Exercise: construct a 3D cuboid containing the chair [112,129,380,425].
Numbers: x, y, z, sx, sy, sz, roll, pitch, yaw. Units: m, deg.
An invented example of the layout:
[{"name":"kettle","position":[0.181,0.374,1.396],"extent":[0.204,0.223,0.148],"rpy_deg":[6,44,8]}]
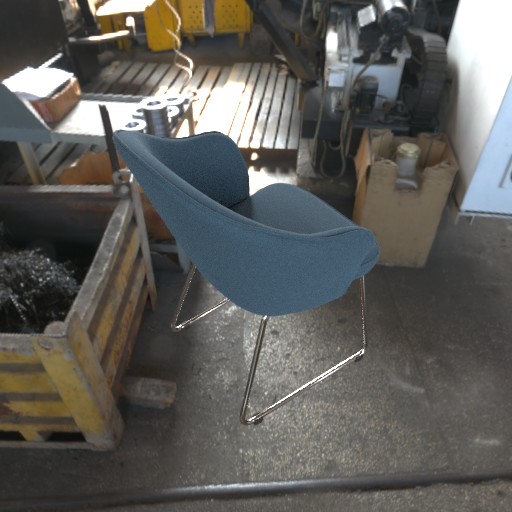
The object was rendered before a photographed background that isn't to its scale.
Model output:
[{"name":"chair","position":[0.000,0.000,1.211],"extent":[0.585,0.815,0.570],"rpy_deg":[-26,48,-26]}]
